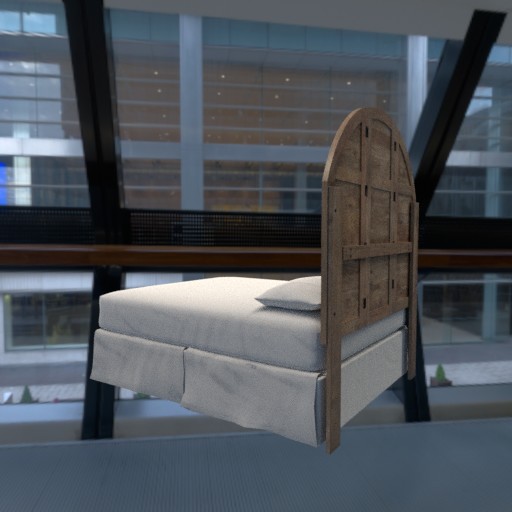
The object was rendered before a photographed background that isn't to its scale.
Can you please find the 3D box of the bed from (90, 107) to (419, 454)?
[{"bbox_3d":[0.000,0.000,3.585,2.112,2.002,1.713,2,4,35],"label":"bed"}]
